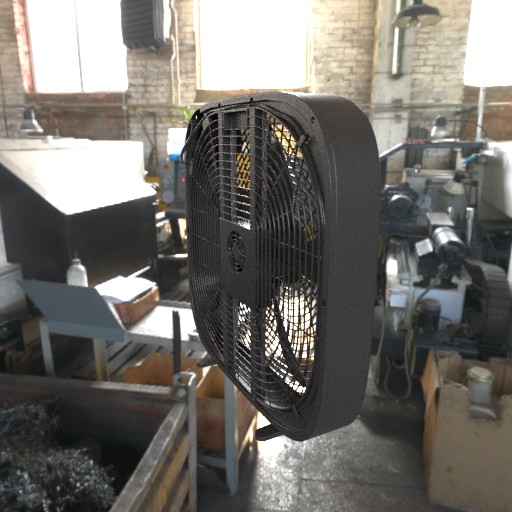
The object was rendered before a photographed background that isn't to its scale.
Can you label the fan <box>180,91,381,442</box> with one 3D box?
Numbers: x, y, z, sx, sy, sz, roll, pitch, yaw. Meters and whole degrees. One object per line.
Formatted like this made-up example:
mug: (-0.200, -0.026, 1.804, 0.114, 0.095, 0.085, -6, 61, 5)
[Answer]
fan: (0.000, 0.000, 0.790, 0.142, 0.533, 0.526, -8, 17, -27)
